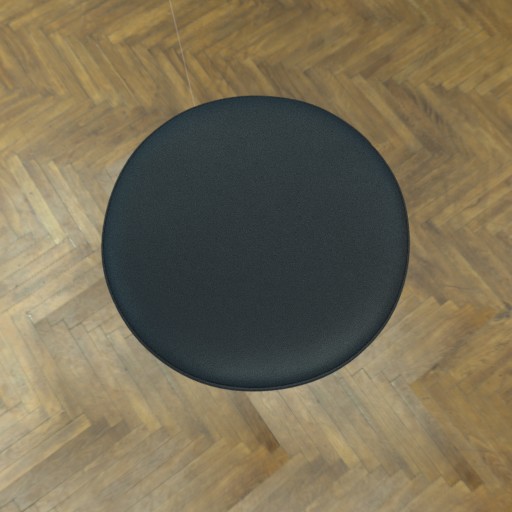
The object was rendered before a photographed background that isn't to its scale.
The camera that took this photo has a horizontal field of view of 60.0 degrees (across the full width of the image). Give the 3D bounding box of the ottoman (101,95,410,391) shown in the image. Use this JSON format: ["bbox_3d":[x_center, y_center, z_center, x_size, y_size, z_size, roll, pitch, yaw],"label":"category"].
[{"bbox_3d":[0.000,0.000,0.875,0.501,0.409,0.501,0,76,0],"label":"ottoman"}]
